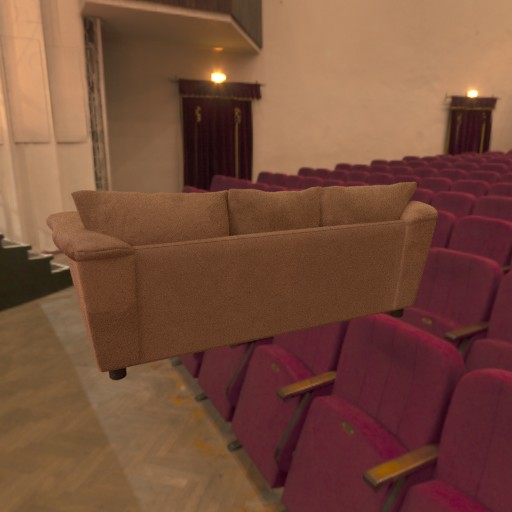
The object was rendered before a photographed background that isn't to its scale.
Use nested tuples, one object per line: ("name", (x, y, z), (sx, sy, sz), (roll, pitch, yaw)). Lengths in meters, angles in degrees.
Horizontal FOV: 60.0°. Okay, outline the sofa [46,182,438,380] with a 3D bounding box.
("sofa", (0.000, 0.000, 2.851), (2.377, 0.981, 0.893), (-7, 16, -26))
